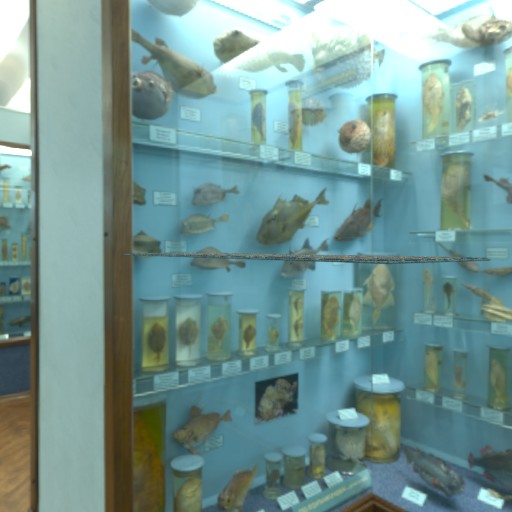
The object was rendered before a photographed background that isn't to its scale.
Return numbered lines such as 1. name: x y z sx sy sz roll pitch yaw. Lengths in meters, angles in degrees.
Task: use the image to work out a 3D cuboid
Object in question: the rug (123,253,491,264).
1. rug: 0.000 0.000 2.525 0.685 0.014 2.292 -1 1 -37
